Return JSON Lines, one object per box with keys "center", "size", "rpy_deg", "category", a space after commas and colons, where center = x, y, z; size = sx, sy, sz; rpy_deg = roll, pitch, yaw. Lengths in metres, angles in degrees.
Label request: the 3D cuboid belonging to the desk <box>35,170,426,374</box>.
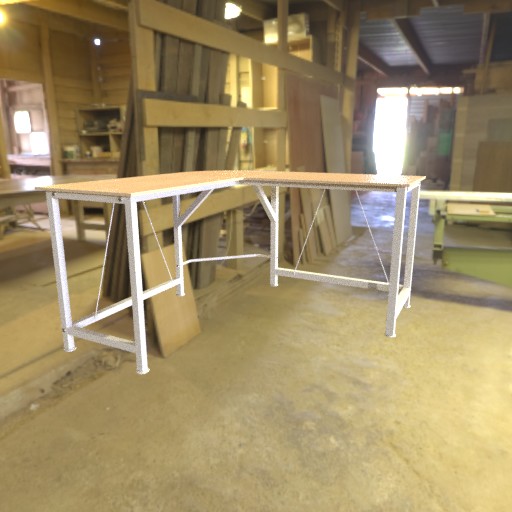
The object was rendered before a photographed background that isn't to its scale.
{"center": [0.000, 0.000, 2.272], "size": [1.400, 0.762, 1.400], "rpy_deg": [7, 16, 27], "category": "desk"}
